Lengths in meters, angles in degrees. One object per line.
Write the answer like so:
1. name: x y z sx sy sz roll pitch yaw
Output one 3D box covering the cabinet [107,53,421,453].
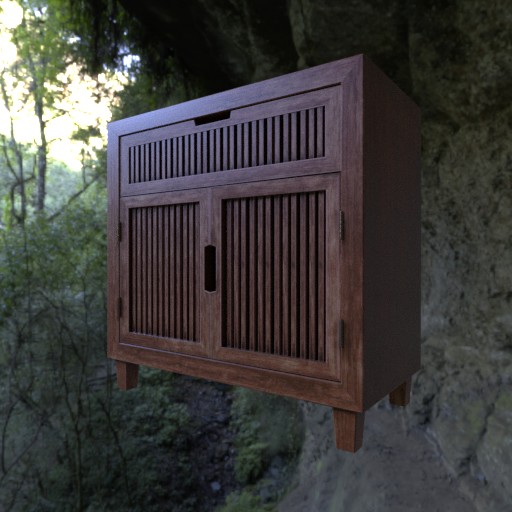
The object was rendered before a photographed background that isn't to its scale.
1. cabinet: 0.000 0.000 1.248 0.796 0.785 0.412 0 0 35
